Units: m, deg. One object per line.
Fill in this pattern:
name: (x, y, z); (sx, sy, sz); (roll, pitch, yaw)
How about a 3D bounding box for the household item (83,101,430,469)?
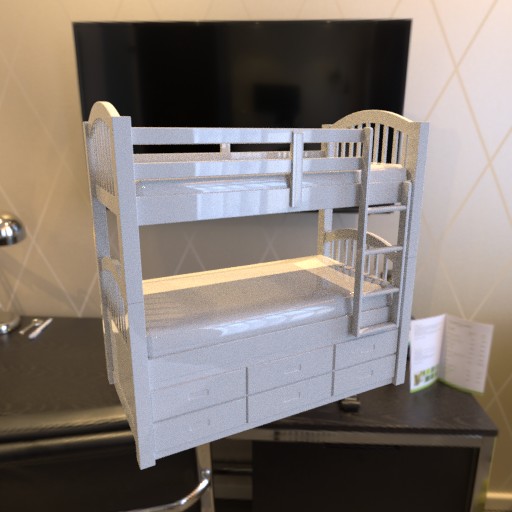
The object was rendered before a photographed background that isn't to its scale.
household item: (0.000, 0.000, 3.175); (2.032, 2.032, 1.143); (-8, 17, -26)
